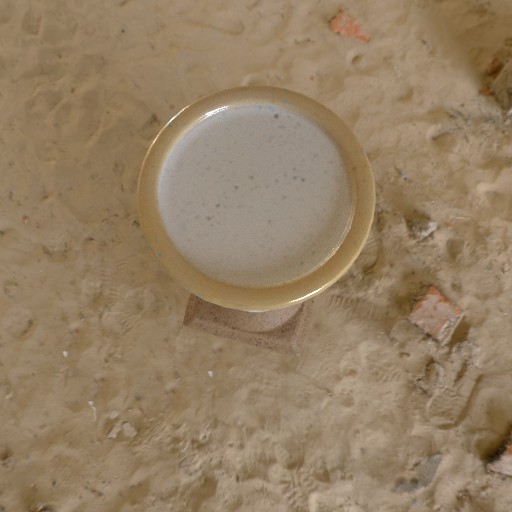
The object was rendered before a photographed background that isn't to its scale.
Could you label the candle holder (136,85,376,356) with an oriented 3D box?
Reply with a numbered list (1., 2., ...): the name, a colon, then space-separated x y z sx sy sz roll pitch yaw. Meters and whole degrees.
1. candle holder: 0.000 0.000 0.302 0.110 0.239 0.110 14 77 3
